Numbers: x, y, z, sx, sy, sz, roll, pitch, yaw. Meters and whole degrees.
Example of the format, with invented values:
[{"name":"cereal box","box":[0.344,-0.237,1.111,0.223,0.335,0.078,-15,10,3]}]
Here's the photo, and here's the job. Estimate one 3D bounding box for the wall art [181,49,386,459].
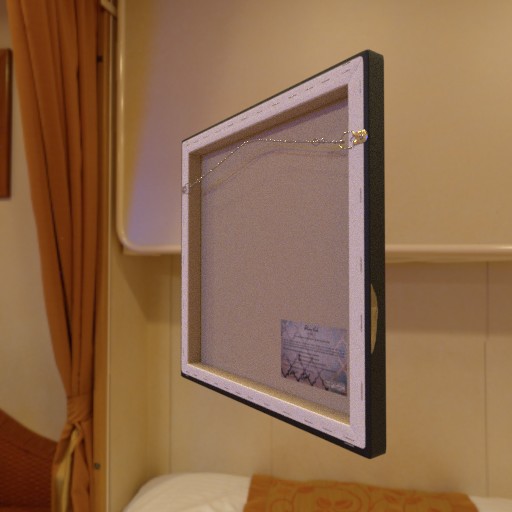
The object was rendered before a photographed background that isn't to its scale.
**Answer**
[{"name":"wall art","box":[0.000,0.000,0.909,0.043,0.611,0.610,1,-2,-36]}]
